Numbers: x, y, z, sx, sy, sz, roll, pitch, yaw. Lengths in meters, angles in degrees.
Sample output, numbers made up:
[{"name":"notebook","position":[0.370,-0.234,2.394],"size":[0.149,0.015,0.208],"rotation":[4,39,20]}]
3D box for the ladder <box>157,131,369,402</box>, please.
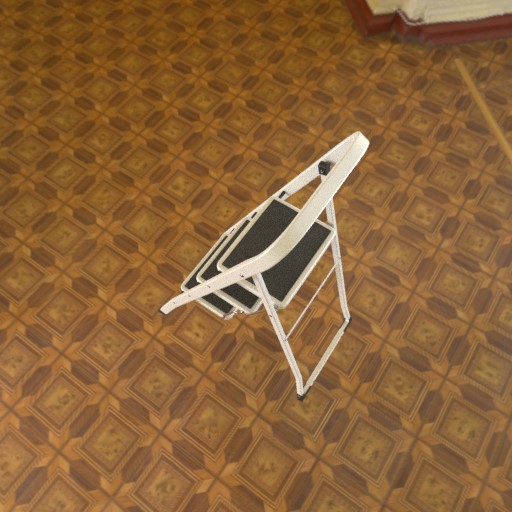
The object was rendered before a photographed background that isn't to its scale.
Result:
[{"name":"ladder","position":[0.000,0.000,1.433],"size":[0.711,1.050,0.460],"rotation":[31,66,15]}]
